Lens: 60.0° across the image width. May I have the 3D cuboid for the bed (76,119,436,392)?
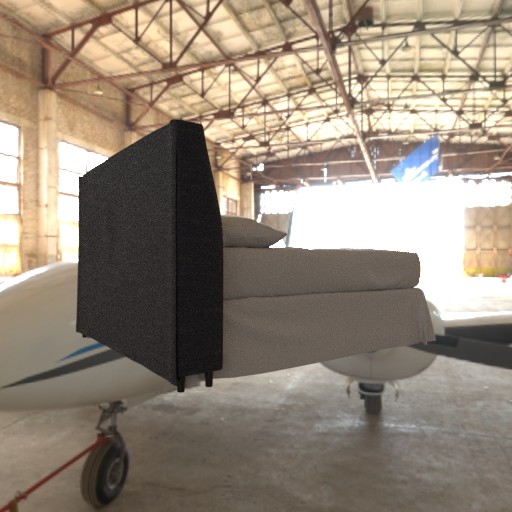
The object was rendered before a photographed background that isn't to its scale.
[{"bbox_3d":[0.000,0.000,3.505,2.276,1.332,1.925,0,0,-35],"label":"bed"}]
